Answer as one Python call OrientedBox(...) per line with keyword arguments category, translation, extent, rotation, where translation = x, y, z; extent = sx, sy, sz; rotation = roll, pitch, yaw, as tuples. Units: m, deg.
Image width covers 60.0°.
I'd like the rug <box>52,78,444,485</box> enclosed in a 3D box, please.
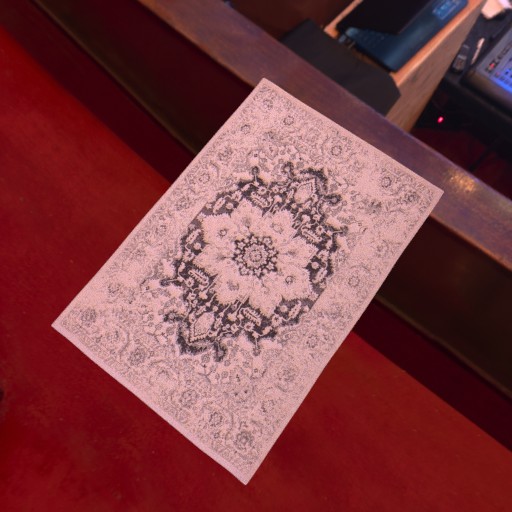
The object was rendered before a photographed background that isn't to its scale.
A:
OrientedBox(category="rug", translation=(0.000, 0.000, 2.318), extent=(1.223, 0.008, 1.813), rotation=(35, 77, 9))
